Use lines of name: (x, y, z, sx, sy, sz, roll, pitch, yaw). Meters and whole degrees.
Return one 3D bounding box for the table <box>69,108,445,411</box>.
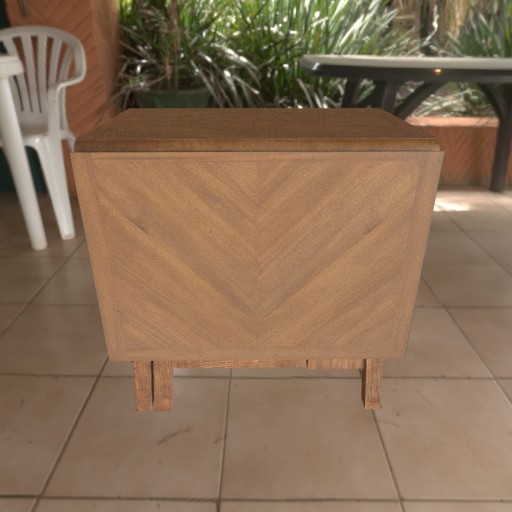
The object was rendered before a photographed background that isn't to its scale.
table: (0.000, 0.000, 1.661, 0.967, 0.981, 0.701, 0, 26, -1)
